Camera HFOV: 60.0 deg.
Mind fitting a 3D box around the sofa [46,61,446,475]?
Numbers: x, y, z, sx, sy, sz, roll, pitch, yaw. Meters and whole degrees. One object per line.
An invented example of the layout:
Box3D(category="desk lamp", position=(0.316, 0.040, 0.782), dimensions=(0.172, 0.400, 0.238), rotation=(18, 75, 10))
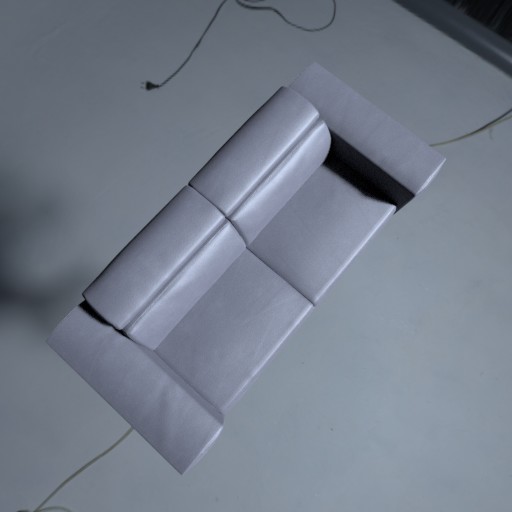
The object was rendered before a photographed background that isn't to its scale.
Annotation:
Box3D(category="sofa", position=(0.000, 0.000, 2.748), dimensions=(1.048, 0.814, 2.330), rotation=(40, 80, 9))
